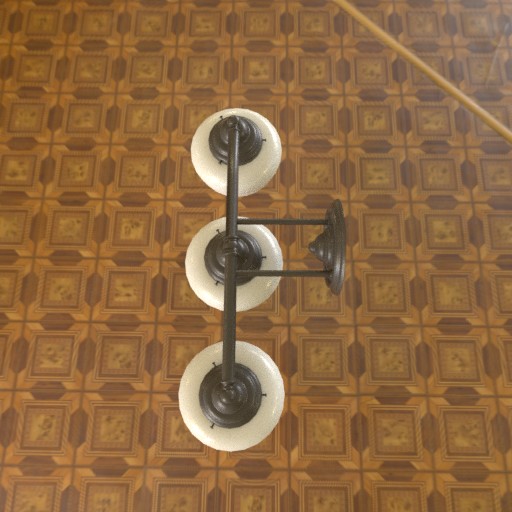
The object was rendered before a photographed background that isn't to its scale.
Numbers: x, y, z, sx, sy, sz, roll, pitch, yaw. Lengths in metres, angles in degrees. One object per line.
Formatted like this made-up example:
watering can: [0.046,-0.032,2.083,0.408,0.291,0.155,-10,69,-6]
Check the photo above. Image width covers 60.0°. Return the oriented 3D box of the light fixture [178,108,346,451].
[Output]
light fixture: [0.000,0.000,0.705,0.239,0.242,0.587,0,74,0]
